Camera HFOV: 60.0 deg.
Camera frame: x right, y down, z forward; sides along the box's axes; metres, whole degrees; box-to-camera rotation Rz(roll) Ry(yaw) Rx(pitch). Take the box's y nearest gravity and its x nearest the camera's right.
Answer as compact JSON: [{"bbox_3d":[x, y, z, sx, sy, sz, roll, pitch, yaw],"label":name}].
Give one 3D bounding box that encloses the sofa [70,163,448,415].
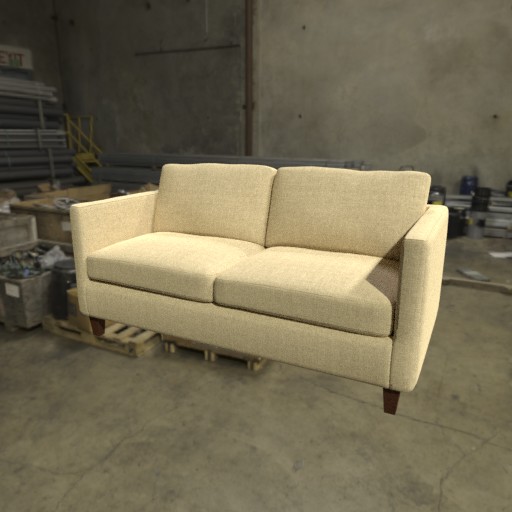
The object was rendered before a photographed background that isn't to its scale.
[{"bbox_3d":[0.000,0.000,2.469,1.884,0.963,0.950,8,17,26],"label":"sofa"}]
